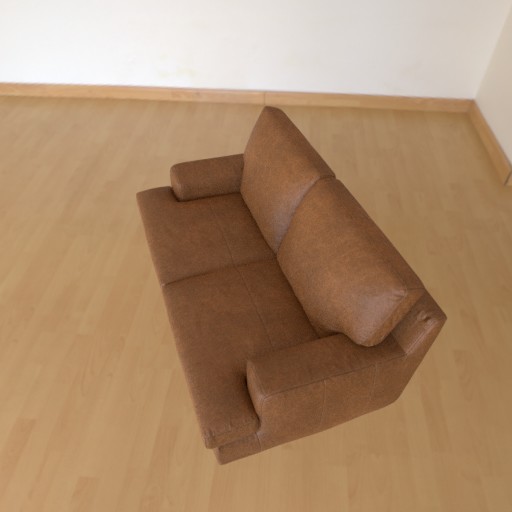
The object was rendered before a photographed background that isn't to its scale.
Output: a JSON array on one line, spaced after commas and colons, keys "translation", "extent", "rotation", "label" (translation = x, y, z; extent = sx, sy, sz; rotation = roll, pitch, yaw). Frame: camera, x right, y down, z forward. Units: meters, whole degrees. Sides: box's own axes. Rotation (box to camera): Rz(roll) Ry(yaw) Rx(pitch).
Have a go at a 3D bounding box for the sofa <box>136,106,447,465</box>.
[{"translation": [0.000, 0.000, 2.574], "extent": [1.144, 0.966, 1.880], "rotation": [-15, 48, -14], "label": "sofa"}]
